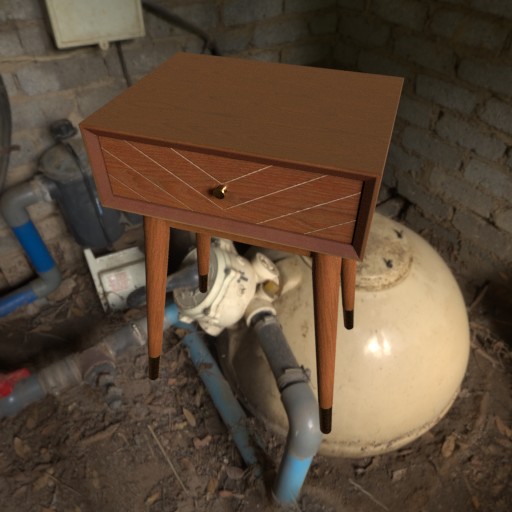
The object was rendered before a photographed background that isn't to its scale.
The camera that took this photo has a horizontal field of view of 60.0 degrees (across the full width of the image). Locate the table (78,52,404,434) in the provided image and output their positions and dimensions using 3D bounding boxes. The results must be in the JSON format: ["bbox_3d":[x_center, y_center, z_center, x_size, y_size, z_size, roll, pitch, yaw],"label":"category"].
[{"bbox_3d":[0.000,0.000,0.826,0.406,0.599,0.300,13,44,14],"label":"table"}]
